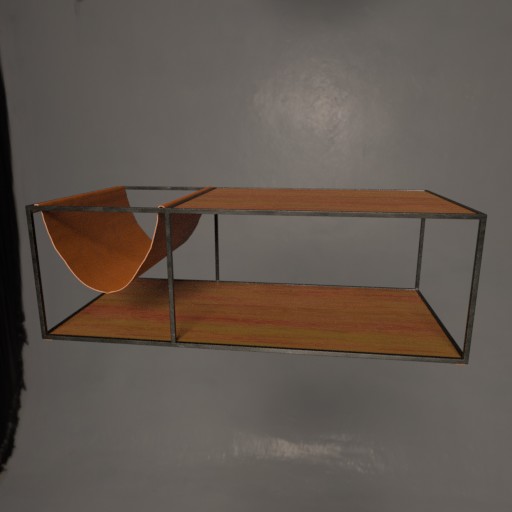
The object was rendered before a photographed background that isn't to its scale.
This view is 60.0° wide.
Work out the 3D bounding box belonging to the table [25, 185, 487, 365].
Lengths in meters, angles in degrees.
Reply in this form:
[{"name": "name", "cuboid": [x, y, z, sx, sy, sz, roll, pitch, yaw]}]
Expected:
[{"name": "table", "cuboid": [0.000, 0.000, 1.475, 1.199, 0.403, 0.597, 2, 14, 7]}]
